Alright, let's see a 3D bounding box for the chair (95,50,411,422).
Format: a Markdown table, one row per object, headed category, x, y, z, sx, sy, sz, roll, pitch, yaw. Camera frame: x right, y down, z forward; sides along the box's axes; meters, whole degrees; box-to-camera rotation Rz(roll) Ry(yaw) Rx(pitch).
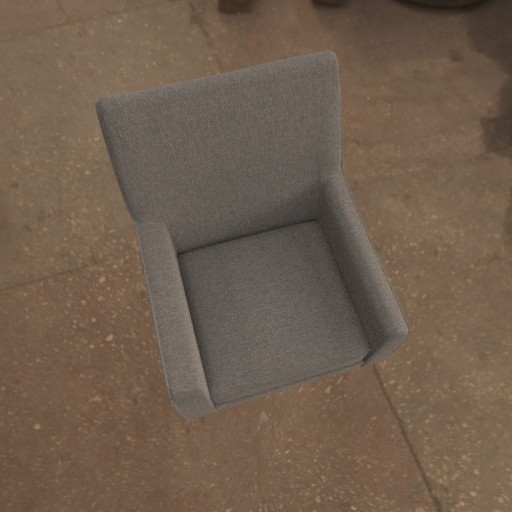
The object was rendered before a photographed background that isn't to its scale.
| category | x | y | z | sx | sy | sz | roll | pitch | yaw |
| --- | --- | --- | --- | --- | --- | --- | --- | --- | --- |
| chair | 0.000 | 0.000 | 1.595 | 0.780 | 0.919 | 0.899 | -15 | 65 | -7 |
